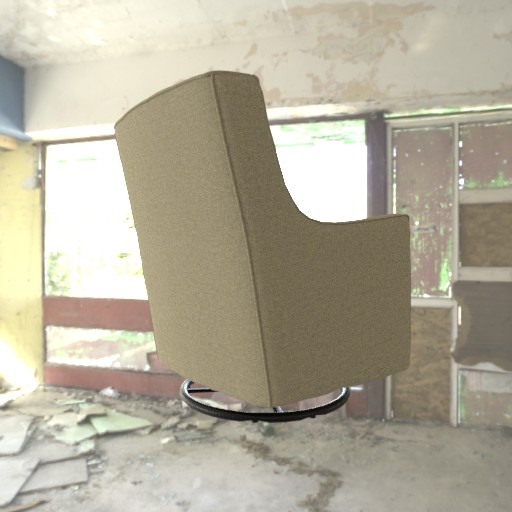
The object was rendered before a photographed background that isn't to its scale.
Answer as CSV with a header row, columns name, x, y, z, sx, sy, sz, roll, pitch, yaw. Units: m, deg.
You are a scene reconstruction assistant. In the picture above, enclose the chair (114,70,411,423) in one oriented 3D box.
name,x,y,z,sx,sy,sz,roll,pitch,yaw
chair,0.000,0.000,1.590,0.879,0.993,0.732,-1,1,-38
